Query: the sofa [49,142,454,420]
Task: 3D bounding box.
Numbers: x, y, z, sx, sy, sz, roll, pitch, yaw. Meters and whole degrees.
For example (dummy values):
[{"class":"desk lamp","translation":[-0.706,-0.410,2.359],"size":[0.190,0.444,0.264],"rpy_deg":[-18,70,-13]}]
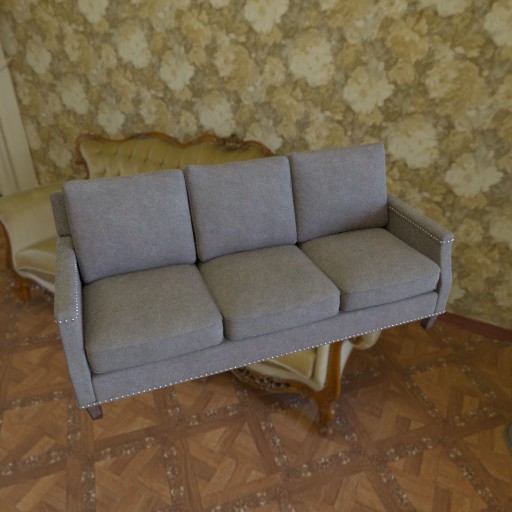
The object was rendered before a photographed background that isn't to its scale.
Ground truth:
[{"class":"sofa","translation":[0.000,0.000,2.700],"size":[2.226,1.042,1.034],"rpy_deg":[-11,33,-17]}]
